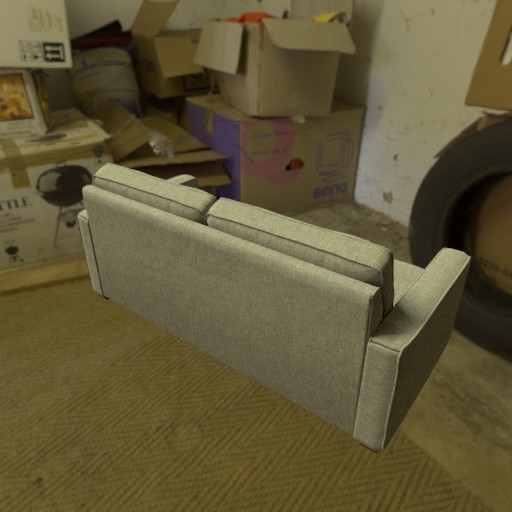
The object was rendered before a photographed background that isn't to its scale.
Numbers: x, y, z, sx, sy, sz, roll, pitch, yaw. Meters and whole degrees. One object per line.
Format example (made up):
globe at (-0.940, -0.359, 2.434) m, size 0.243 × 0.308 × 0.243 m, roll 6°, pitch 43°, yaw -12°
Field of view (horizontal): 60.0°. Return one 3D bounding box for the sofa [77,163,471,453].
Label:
sofa at (0.000, 0.000, 2.527) m, size 2.078 × 0.918 × 0.945 m, roll 21°, pitch 35°, yaw 32°
